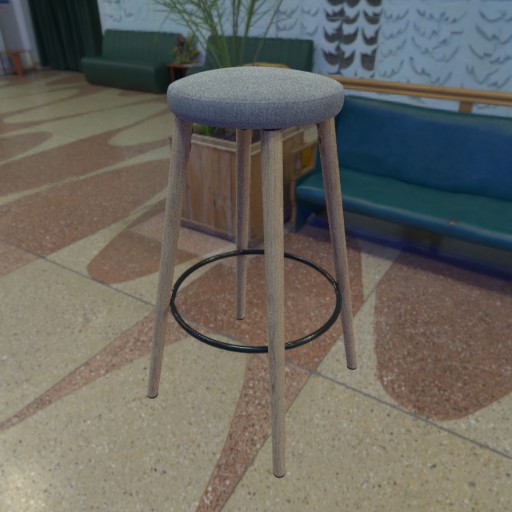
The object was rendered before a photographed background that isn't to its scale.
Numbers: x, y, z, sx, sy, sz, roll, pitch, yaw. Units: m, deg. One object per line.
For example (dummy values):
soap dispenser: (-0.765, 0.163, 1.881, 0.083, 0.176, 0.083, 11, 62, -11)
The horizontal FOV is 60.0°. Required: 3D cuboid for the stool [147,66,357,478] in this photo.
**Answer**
stool: (0.000, 0.000, 0.988, 0.410, 0.770, 0.410, 19, 36, 29)
